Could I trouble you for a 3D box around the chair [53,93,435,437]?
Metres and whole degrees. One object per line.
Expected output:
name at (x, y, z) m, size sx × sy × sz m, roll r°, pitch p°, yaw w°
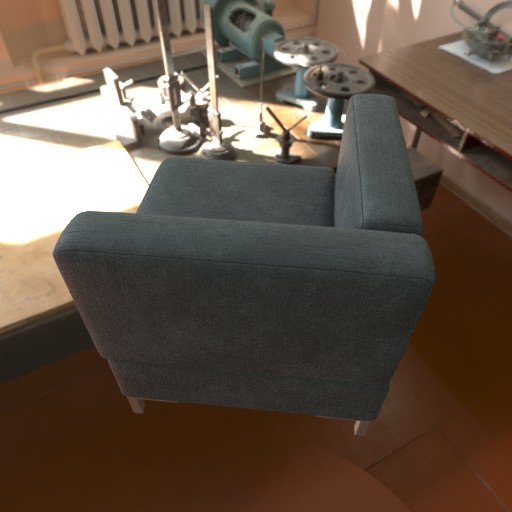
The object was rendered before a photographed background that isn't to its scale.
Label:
chair at (0.000, 0.000, 1.182) m, size 0.680 × 0.660 × 0.680 m, roll 4°, pitch 46°, yaw 4°
